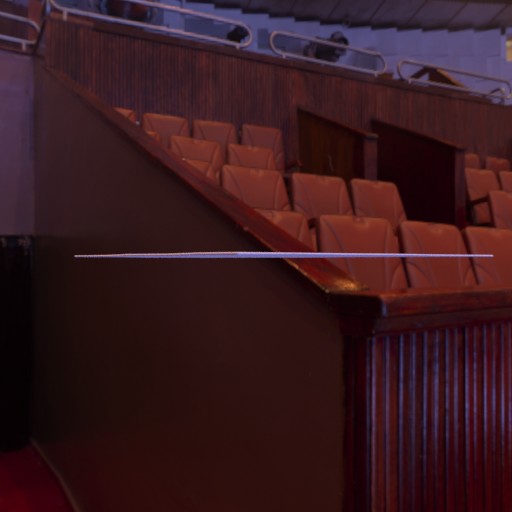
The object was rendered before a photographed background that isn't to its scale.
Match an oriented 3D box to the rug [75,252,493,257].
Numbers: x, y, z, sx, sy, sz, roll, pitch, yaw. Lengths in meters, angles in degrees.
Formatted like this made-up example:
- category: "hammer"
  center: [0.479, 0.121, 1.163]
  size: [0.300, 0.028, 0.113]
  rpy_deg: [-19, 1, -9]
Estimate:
- category: "rug"
  center: [0.000, 0.000, 4.020]
  size: [2.410, 0.021, 3.055]
  rpy_deg: [0, -1, -36]
